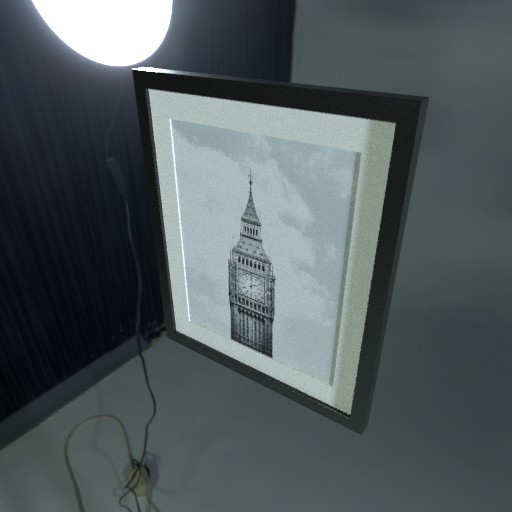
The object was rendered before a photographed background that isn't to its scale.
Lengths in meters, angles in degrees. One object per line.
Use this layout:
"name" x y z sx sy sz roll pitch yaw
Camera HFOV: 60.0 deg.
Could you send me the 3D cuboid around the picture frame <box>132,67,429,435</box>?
"picture frame" 0.000 0.000 0.749 0.460 0.556 0.028 19 35 29
